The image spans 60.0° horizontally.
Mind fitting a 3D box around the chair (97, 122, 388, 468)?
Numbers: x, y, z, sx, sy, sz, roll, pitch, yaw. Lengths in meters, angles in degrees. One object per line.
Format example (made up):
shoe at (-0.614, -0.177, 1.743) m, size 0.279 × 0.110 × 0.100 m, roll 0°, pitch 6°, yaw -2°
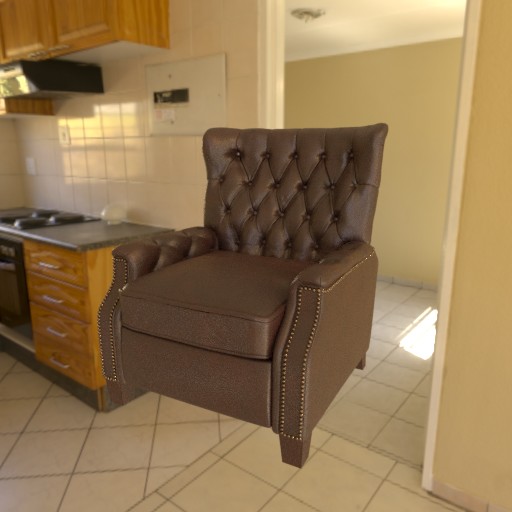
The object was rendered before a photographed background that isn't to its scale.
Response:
chair at (0.000, 0.000, 1.479) m, size 0.709 × 0.864 × 0.823 m, roll 7°, pitch 15°, yaw 27°
